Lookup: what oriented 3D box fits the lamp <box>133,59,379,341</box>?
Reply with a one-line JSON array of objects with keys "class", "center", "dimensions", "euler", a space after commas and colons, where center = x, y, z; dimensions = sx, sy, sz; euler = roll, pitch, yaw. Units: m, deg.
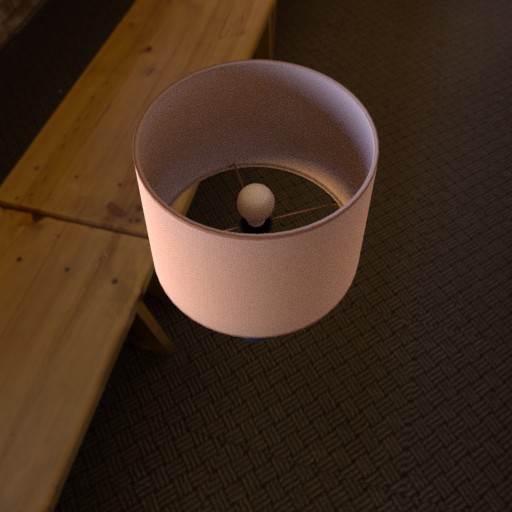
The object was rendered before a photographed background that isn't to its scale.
[{"class": "lamp", "center": [0.000, 0.000, 0.840], "dimensions": [0.367, 0.609, 0.367], "euler": [0, 59, 0]}]
